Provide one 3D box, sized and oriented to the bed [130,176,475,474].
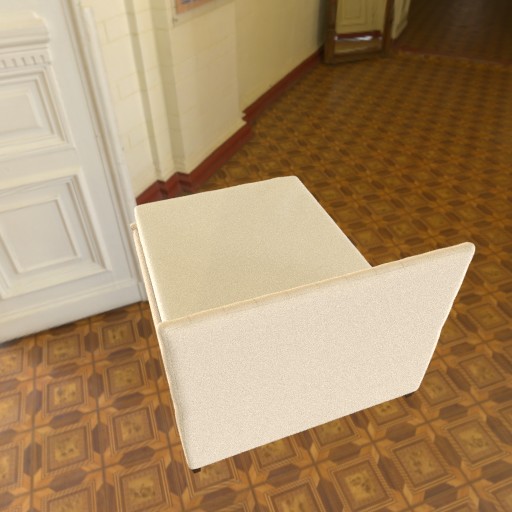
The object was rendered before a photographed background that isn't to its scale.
[{"bbox_3d":[0.000,0.000,3.345,1.696,1.426,2.233,-13,43,-15],"label":"bed"}]
